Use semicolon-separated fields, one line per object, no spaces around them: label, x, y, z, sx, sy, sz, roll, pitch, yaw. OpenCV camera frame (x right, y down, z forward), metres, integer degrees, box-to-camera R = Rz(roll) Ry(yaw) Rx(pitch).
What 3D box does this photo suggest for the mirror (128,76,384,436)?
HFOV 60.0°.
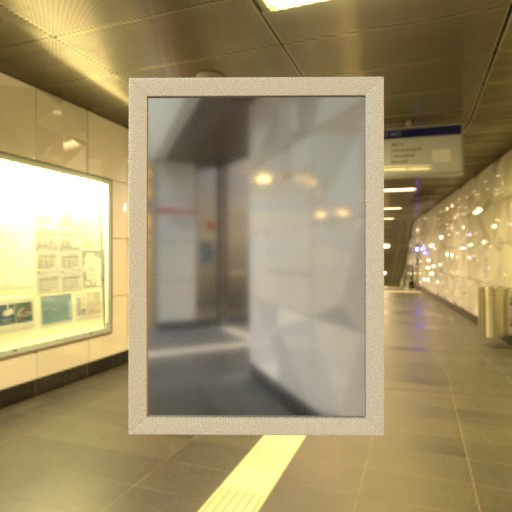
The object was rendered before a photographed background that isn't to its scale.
mirror;0.000;0.000;0.899;0.507;0.710;0.040;0;0;1
